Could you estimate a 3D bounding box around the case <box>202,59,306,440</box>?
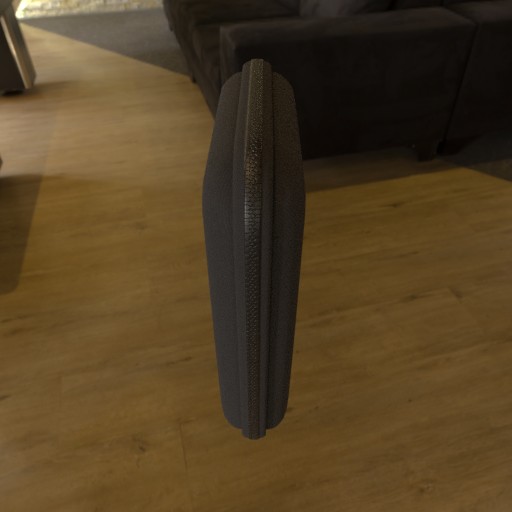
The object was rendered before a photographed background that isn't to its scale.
[{"bbox_3d":[0.000,0.000,0.191,0.030,0.147,0.107,1,42,1],"label":"case"}]
